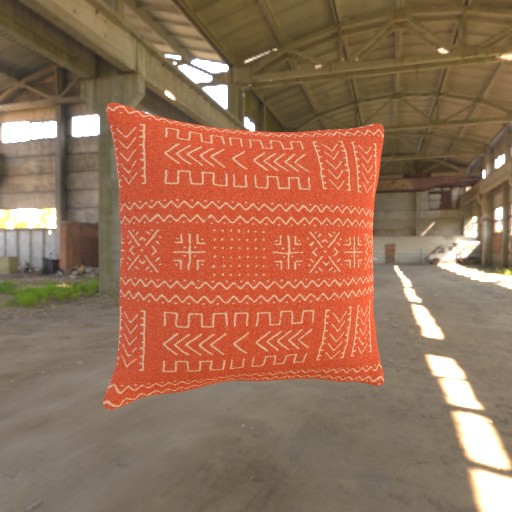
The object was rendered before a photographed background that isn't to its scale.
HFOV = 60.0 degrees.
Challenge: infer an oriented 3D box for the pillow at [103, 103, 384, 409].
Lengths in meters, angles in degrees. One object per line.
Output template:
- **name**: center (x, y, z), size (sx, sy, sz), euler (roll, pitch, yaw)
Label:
- **pillow**: center (0.000, 0.000, 0.668), size (0.438, 0.429, 0.164), euler (0, 1, -17)
